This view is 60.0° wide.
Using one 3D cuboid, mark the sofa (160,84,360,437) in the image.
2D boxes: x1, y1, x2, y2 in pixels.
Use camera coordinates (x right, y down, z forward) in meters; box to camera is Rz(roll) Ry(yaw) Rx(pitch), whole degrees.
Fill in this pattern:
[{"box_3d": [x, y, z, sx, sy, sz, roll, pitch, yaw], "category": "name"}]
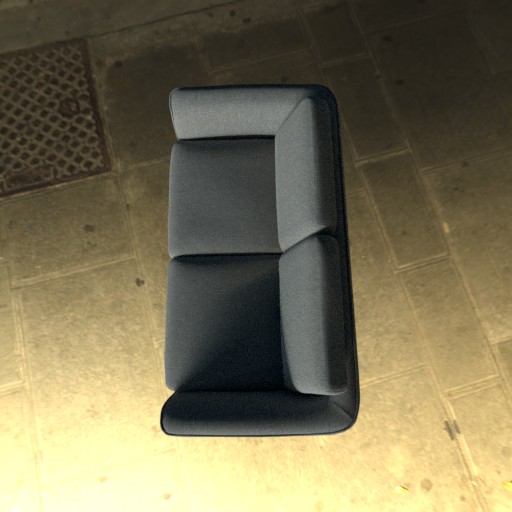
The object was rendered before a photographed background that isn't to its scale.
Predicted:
[{"box_3d": [0.000, 0.000, 2.257, 0.920, 0.870, 1.700, -1, 76, 0], "category": "sofa"}]
